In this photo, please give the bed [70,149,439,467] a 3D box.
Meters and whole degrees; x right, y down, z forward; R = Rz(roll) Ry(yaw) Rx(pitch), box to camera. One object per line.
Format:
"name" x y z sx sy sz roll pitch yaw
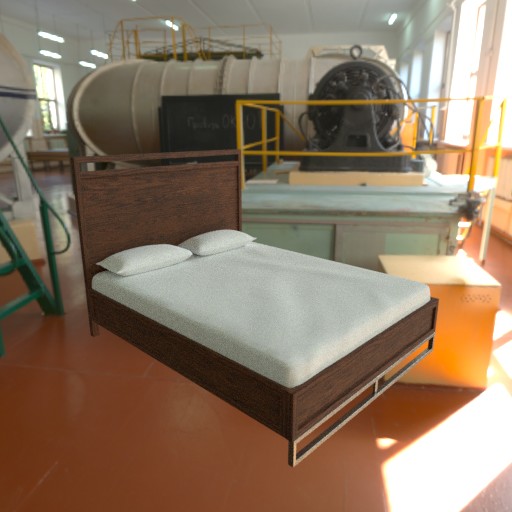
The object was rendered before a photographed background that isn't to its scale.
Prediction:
"bed" 0.000 0.000 3.444 2.218 1.487 1.765 15 22 42
